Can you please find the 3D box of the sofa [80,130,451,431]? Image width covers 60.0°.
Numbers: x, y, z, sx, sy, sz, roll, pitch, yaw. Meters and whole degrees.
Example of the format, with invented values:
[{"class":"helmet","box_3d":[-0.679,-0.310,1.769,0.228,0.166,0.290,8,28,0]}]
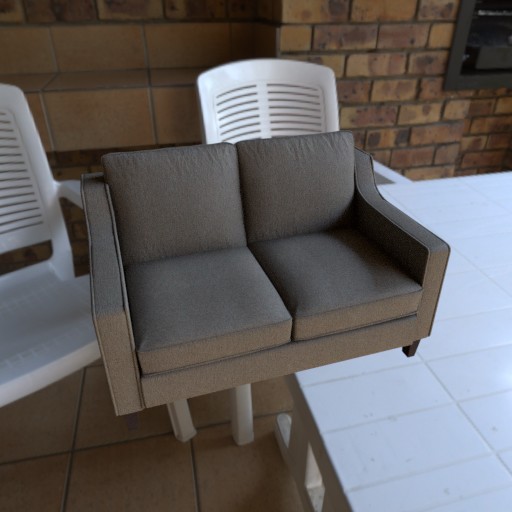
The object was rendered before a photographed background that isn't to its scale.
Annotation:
[{"class":"sofa","box_3d":[0.000,0.000,2.169,1.503,0.981,0.985,-10,32,-16]}]
